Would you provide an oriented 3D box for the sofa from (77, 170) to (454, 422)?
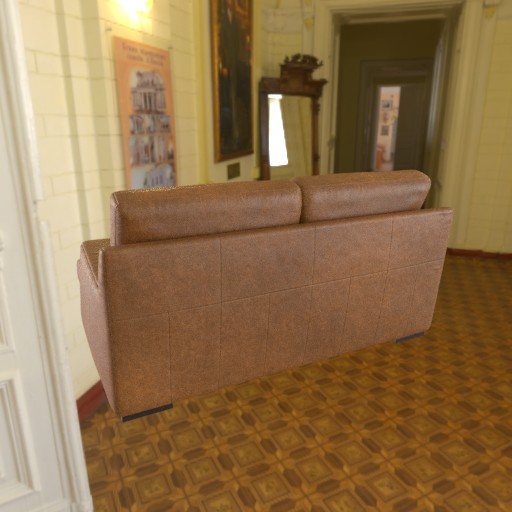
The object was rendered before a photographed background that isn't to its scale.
[{"bbox_3d":[0.000,0.000,2.510,1.880,0.966,1.144,-8,19,-26],"label":"sofa"}]
